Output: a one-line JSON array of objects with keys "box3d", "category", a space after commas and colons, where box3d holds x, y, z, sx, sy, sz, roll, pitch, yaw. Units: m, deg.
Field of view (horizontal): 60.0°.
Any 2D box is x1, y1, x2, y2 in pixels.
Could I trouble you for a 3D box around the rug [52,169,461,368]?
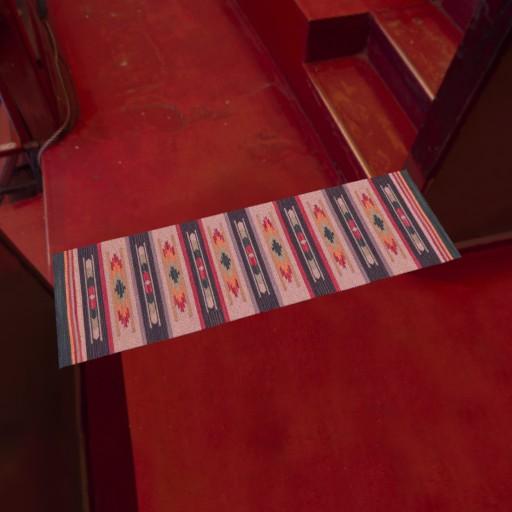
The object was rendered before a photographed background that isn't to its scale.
[{"box3d": [0.000, 0.000, 2.761, 2.440, 0.009, 0.760, -14, 60, -9], "category": "rug"}]
